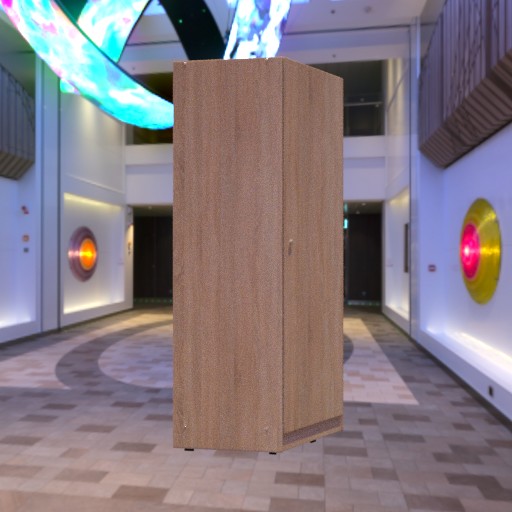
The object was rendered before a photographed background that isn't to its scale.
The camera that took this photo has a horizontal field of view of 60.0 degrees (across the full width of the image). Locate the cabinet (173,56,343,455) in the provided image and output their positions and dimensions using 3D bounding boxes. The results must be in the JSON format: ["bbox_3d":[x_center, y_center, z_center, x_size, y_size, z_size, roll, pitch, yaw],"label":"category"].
[{"bbox_3d":[0.000,0.000,2.915,1.327,2.120,1.094,0,0,-38],"label":"cabinet"}]
